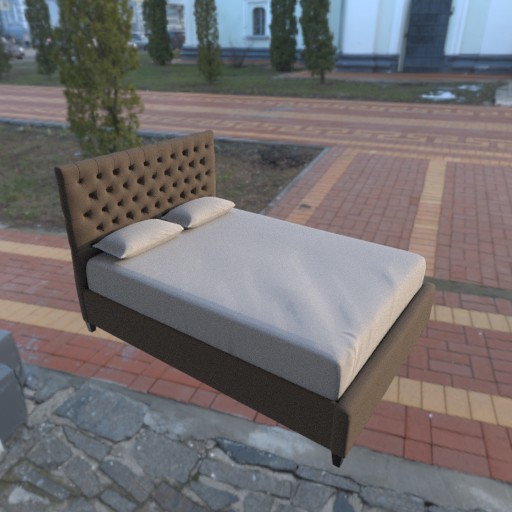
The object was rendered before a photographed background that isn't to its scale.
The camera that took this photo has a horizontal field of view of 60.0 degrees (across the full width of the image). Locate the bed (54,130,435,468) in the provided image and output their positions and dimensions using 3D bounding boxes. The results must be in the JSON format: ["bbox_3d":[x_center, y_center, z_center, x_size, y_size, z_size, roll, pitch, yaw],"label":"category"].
[{"bbox_3d":[0.000,0.000,3.446,2.387,1.427,1.698,17,31,31],"label":"bed"}]
